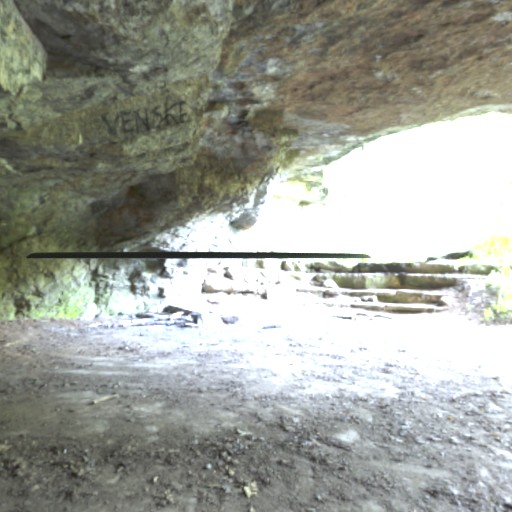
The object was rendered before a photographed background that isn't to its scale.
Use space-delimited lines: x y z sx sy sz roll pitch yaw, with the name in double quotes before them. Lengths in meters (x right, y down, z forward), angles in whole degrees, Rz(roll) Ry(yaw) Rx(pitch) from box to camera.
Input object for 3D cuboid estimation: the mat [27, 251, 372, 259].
"mat" 0.000 0.000 1.893 0.917 0.022 1.525 0 0 35
